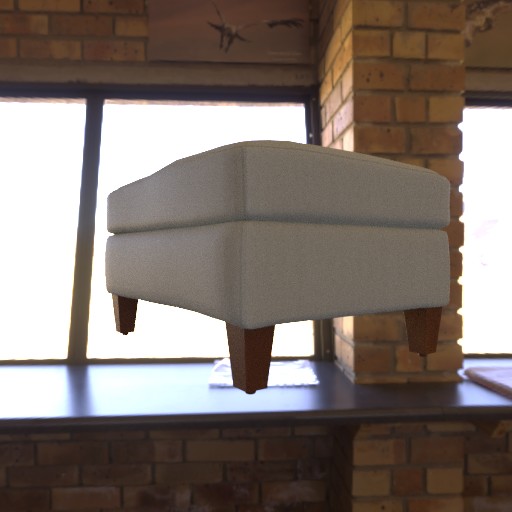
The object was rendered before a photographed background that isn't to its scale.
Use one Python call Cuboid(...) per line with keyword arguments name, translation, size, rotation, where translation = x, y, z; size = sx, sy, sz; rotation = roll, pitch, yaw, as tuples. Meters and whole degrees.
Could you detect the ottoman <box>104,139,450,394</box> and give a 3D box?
Cuboid(name="ottoman", translation=(0.000, 0.000, 1.240), size=(0.634, 0.496, 0.818), rotation=(0, 0, -35))
